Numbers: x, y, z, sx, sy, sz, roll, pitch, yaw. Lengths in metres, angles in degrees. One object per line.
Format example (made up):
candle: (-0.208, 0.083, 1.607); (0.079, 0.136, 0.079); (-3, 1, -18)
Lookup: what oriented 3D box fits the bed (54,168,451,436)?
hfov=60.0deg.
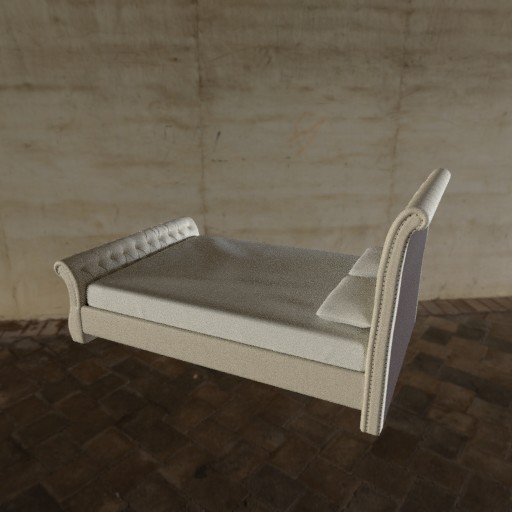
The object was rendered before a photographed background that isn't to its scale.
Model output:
bed: (0.000, 0.000, 3.353); (2.493, 1.268, 1.606); (9, 20, 24)
